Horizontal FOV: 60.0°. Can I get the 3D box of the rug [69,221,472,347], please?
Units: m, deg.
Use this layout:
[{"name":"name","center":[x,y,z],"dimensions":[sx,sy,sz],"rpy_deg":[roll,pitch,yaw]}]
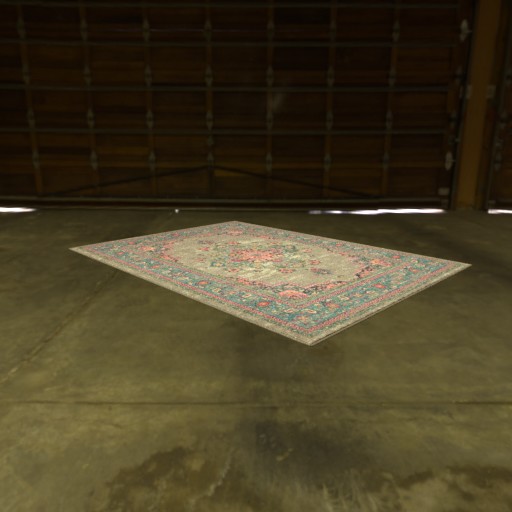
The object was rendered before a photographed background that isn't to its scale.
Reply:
[{"name":"rug","center":[0.000,0.000,2.975],"dimensions":[1.609,0.013,2.214],"rpy_deg":[-14,20,-43]}]
